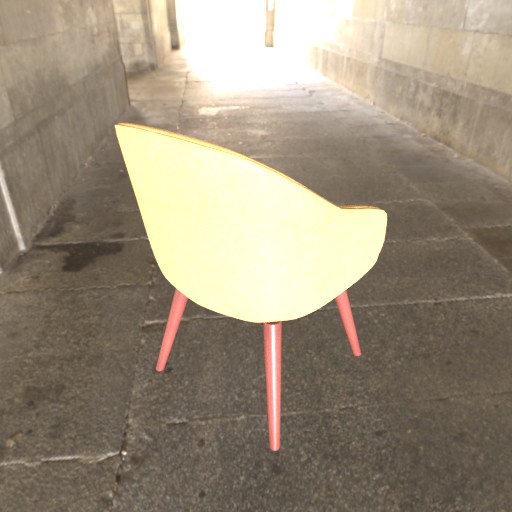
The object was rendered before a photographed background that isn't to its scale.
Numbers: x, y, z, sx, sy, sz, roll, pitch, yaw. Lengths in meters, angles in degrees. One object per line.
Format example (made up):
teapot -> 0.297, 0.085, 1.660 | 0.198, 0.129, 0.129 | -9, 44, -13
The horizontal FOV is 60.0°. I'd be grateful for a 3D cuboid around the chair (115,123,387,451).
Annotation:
chair -> 0.000, 0.000, 1.245 | 0.596, 0.823, 0.635 | 22, 36, 33
